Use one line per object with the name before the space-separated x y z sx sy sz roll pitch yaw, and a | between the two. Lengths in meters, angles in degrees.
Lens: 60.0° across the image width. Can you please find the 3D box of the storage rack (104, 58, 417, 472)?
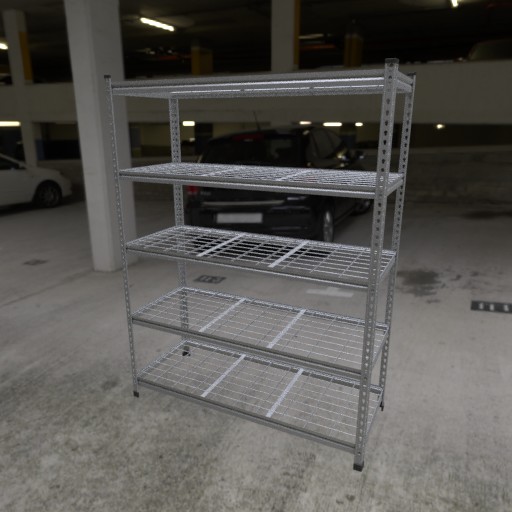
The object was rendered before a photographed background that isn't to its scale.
storage rack | 0.000 0.000 2.596 1.524 1.981 0.610 8 19 25
